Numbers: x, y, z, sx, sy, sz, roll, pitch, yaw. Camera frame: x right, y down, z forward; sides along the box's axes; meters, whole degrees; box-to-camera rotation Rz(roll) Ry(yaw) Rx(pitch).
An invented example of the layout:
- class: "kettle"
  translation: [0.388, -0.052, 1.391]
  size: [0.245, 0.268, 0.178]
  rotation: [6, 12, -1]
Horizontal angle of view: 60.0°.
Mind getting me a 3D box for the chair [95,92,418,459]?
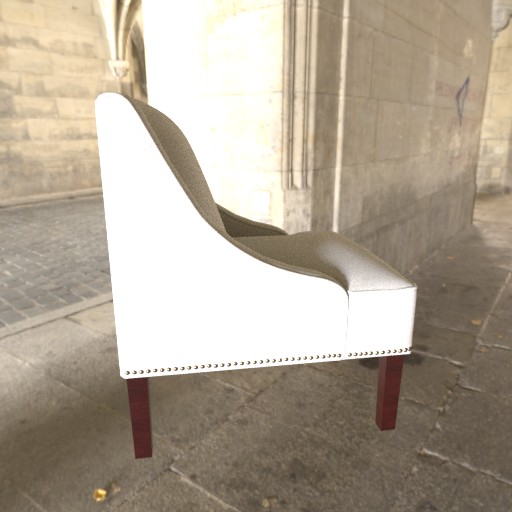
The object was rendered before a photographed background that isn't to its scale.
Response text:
- class: "chair"
  translation: [0.000, 0.000, 1.327]
  size: [0.748, 0.872, 0.628]
  rotation: [-3, 16, -9]
